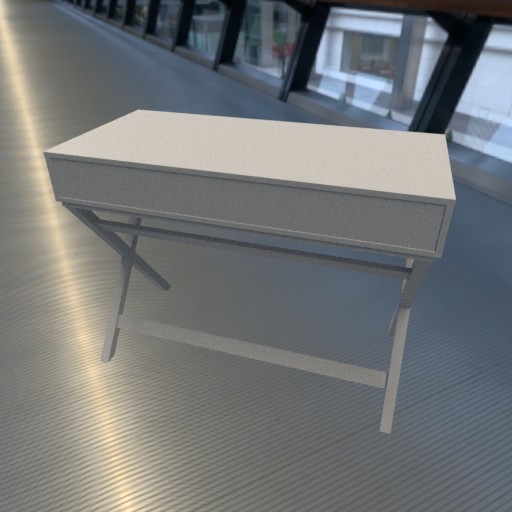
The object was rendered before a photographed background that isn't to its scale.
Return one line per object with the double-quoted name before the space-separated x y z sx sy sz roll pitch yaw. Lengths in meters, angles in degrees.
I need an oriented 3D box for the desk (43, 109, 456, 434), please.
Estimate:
"desk" 0.000 0.000 1.494 1.057 0.780 0.525 9 33 15
